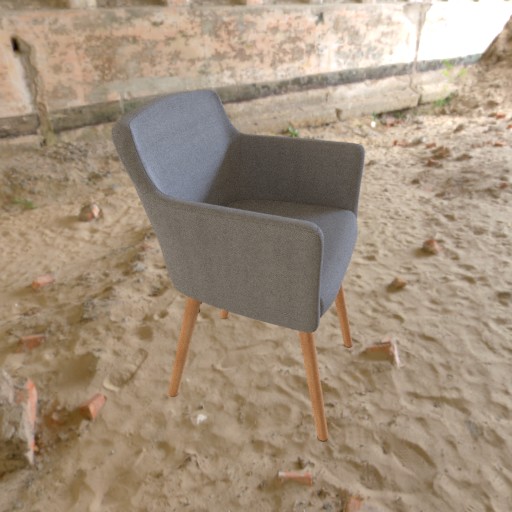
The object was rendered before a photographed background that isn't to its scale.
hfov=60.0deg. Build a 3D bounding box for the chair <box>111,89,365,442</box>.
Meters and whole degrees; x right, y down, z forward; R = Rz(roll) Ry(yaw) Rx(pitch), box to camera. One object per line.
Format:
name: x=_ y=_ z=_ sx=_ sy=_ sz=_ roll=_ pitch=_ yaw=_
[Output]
chair: x=0.000 y=0.000 z=1.183 sx=0.540 sy=0.780 sz=0.570 roll=10 pitch=32 yaw=17
